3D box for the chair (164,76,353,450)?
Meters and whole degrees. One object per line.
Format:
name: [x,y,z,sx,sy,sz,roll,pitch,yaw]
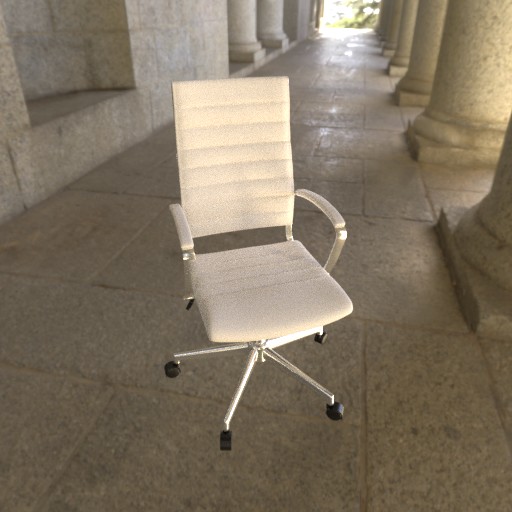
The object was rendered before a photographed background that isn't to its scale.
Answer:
chair: [0.000,0.000,1.646,0.766,1.149,0.739,-9,31,-15]
